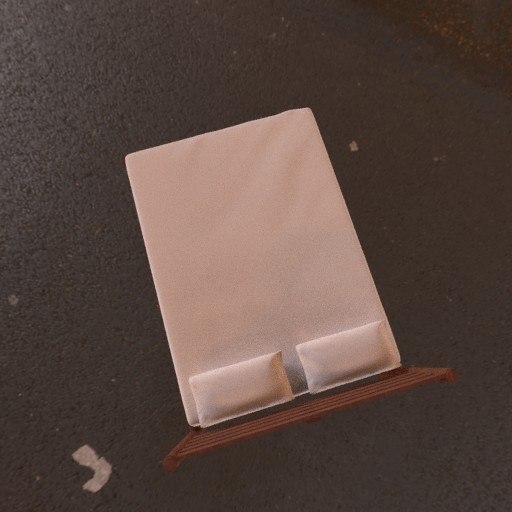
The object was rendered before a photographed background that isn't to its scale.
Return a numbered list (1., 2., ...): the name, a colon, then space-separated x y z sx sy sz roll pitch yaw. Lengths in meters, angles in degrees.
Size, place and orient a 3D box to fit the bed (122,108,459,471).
1. bed: 0.000 0.000 3.007 1.509 1.304 2.093 -16 77 -4
